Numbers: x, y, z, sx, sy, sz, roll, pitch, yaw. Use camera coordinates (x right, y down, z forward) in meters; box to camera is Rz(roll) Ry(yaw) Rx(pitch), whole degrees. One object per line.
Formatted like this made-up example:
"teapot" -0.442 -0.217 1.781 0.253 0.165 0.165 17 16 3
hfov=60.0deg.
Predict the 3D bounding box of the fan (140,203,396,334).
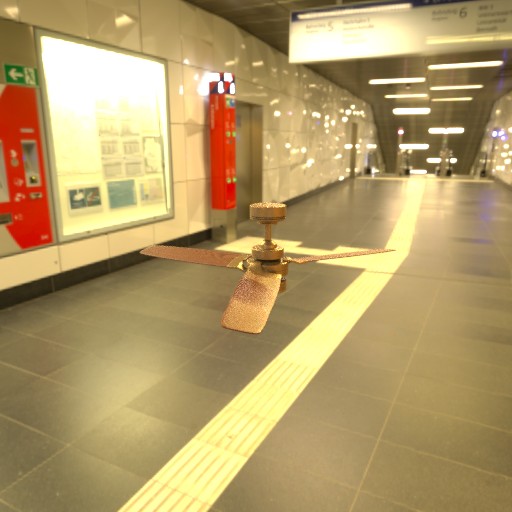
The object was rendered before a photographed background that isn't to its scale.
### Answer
"fan" 0.000 0.000 2.013 1.416 0.425 1.271 2 14 8
